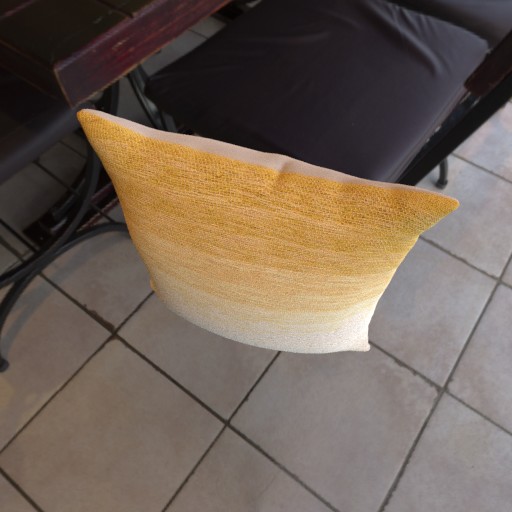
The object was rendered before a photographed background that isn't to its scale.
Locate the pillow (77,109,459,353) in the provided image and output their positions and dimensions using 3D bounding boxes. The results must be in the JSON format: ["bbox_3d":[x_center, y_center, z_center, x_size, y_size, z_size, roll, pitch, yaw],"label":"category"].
[{"bbox_3d":[0.000,0.000,0.685,0.450,0.450,0.211,15,60,9],"label":"pillow"}]
